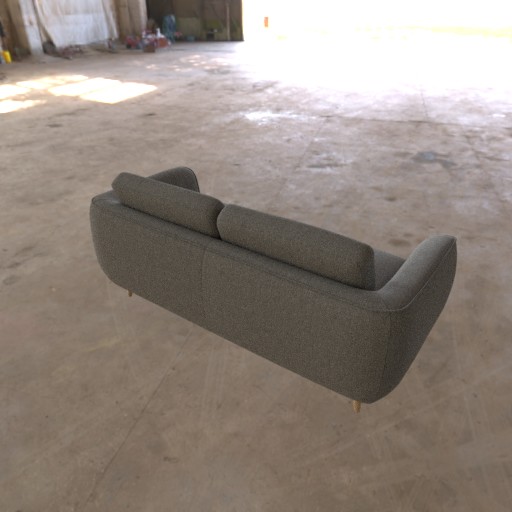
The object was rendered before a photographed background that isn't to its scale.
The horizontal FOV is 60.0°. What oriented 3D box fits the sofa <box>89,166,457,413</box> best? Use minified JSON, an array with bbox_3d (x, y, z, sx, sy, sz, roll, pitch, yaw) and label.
[{"bbox_3d":[0.000,0.000,2.544,2.000,0.870,0.920,20,35,30],"label":"sofa"}]
